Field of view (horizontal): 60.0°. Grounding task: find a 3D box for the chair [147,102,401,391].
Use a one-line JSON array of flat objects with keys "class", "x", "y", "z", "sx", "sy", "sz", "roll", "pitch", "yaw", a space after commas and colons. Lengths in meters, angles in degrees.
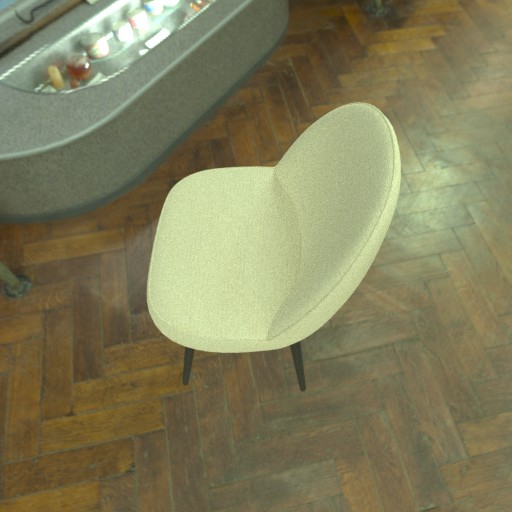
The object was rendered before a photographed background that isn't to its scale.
[{"class": "chair", "x": 0.000, "y": 0.000, "z": 1.166, "sx": 0.540, "sy": 0.838, "sz": 0.532, "roll": 2, "pitch": 59, "yaw": 1}]
